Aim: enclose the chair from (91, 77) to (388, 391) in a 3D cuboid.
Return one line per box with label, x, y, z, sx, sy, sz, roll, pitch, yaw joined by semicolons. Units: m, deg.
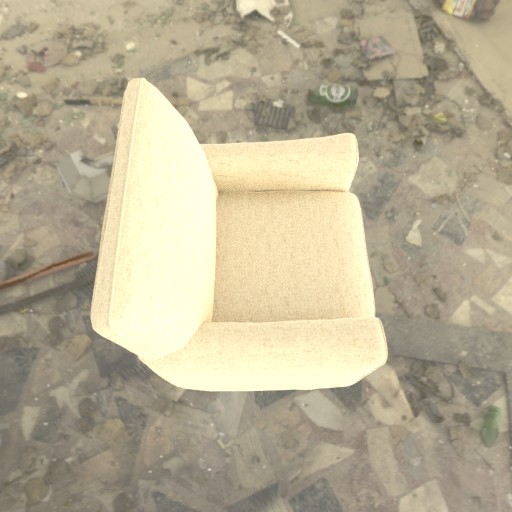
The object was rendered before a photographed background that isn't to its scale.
chair;0.000;0.000;1.630;0.823;0.943;0.870;-1;64;0
